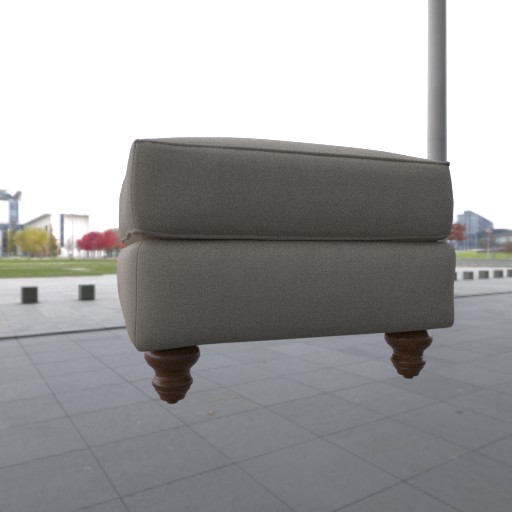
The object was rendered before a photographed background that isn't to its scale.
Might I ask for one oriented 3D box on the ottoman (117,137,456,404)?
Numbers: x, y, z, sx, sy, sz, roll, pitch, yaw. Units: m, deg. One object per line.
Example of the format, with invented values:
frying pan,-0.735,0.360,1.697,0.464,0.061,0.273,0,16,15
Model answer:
ottoman,0.000,0.000,1.110,0.662,0.505,0.716,0,0,-18
